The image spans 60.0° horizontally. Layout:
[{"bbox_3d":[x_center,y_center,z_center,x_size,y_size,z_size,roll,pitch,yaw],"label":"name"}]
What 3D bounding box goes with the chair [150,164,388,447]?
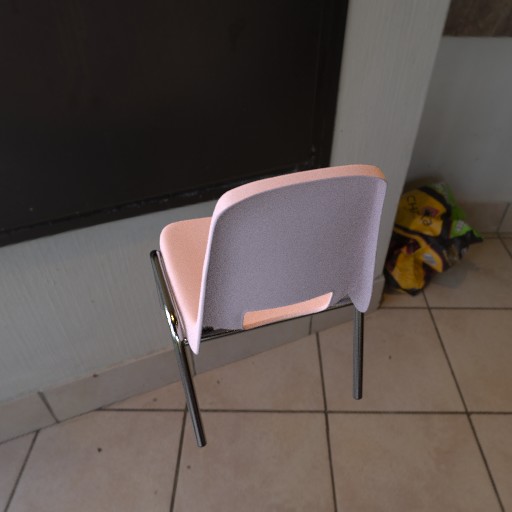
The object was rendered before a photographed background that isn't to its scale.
[{"bbox_3d":[0.000,0.000,0.775,0.354,0.536,0.385,-12,42,-13],"label":"chair"}]
